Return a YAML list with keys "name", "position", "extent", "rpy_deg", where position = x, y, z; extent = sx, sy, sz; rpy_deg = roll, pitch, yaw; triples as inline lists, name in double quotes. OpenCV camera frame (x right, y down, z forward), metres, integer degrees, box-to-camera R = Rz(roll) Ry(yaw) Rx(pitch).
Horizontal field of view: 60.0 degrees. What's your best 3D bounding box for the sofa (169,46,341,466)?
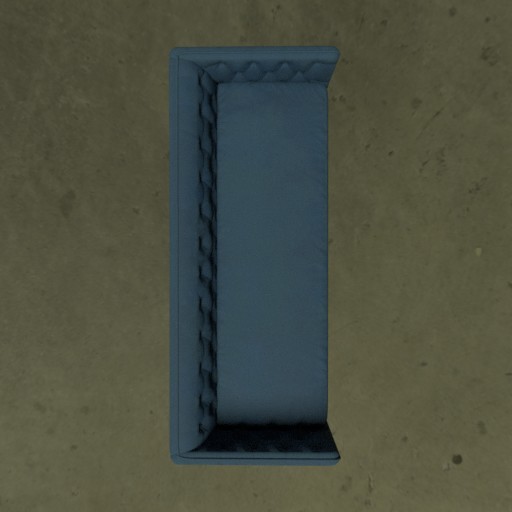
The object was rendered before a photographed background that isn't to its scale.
- name: "sofa"
  position: [0.000, 0.000, 2.649]
  extent: [0.895, 0.771, 2.209]
  rpy_deg: [0, 90, 1]
